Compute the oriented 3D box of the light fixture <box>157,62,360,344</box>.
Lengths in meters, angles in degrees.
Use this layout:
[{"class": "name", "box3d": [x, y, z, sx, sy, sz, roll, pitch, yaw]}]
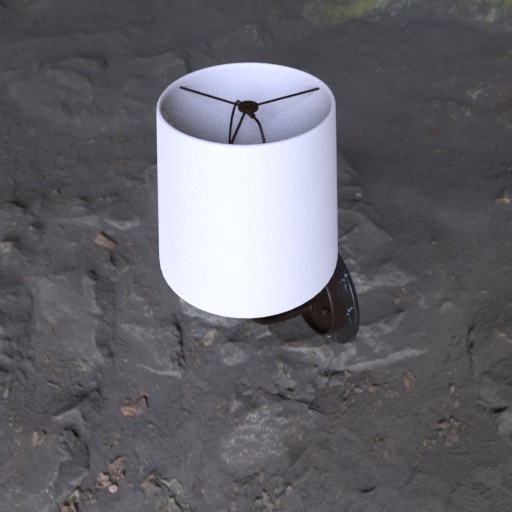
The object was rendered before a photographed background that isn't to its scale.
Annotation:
[{"class": "light fixture", "box3d": [0.000, 0.000, 0.445, 0.188, 0.337, 0.168, -19, 49, -17]}]
